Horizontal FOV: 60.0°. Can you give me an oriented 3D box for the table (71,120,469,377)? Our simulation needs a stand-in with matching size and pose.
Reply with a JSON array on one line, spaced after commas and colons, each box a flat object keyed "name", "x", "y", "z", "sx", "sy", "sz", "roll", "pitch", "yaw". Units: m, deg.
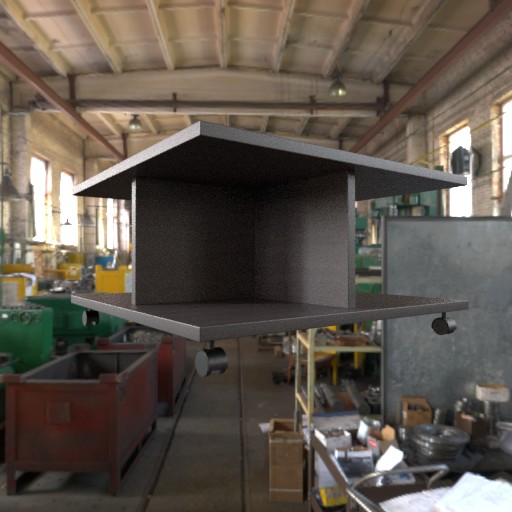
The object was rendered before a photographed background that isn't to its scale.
[{"name": "table", "x": 0.000, "y": 0.000, "z": 1.193, "sx": 0.762, "sy": 0.396, "sz": 0.762, "roll": 0, "pitch": -1, "yaw": -36}]
